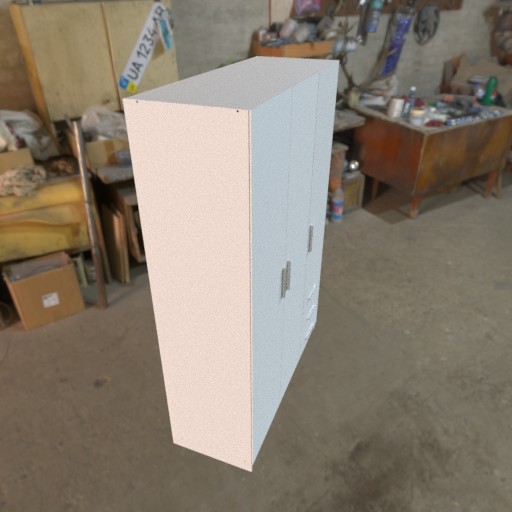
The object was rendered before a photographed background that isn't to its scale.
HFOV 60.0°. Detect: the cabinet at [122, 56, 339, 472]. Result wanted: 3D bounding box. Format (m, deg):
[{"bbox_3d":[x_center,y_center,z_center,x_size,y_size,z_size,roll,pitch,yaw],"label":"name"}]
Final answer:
[{"bbox_3d":[0.000,0.000,2.501,0.510,1.910,1.290,12,33,19],"label":"cabinet"}]
